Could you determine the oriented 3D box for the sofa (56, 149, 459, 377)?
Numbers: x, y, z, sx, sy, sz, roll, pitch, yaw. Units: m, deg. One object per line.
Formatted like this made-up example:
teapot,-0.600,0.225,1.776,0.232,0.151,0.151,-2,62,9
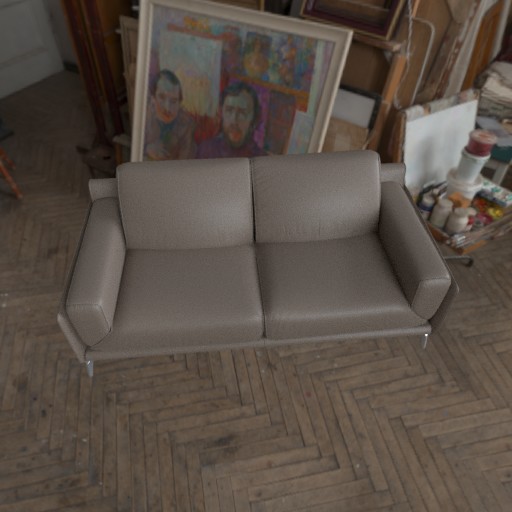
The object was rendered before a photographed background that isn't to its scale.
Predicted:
sofa,0.000,0.000,2.660,2.101,0.930,1.049,-4,46,-4
